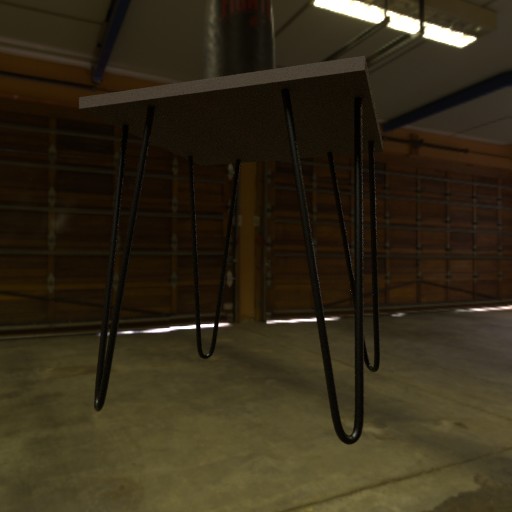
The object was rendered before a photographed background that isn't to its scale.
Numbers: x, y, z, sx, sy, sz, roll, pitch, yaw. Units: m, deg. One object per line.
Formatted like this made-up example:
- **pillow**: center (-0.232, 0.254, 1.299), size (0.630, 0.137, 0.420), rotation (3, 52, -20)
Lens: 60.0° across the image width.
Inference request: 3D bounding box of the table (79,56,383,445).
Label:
- **table**: center (0.000, 0.000, 0.938), size (0.495, 0.559, 0.495), rotation (0, -1, 19)
